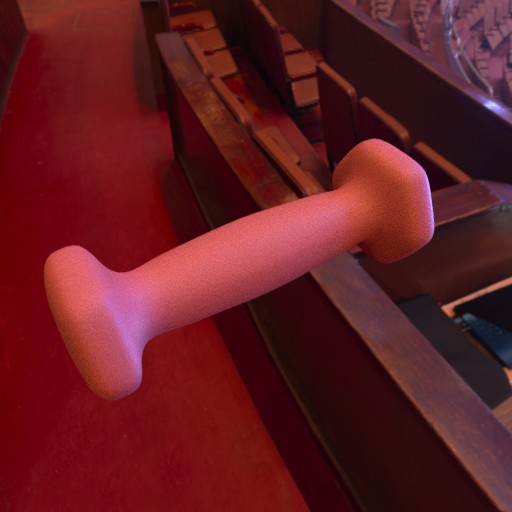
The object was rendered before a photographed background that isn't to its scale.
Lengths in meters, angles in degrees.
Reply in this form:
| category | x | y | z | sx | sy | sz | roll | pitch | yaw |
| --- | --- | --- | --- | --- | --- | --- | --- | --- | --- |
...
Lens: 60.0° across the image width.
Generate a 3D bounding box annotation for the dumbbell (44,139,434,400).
| category | x | y | z | sx | sy | sz | roll | pitch | yaw |
| --- | --- | --- | --- | --- | --- | --- | --- | --- | --- |
| dumbbell | 0.000 | 0.000 | 0.144 | 0.123 | 0.043 | 0.047 | -23 | 50 | -21 |
